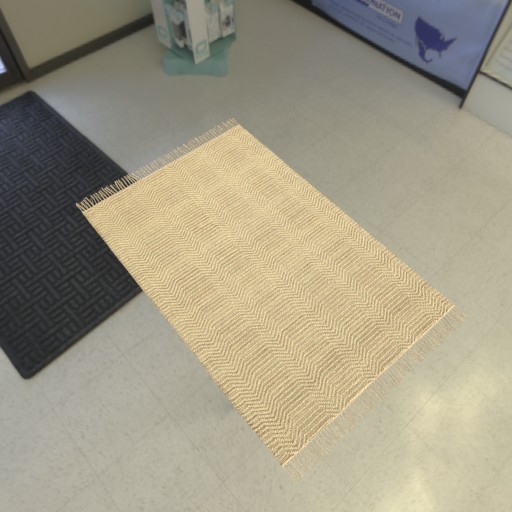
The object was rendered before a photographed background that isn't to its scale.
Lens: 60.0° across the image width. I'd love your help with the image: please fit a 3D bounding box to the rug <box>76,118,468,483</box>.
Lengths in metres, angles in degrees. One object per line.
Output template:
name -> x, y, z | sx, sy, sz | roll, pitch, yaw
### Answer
rug -> 0.000, 0.000, 3.143 | 1.528, 0.034, 2.523 | -35, 64, -20
